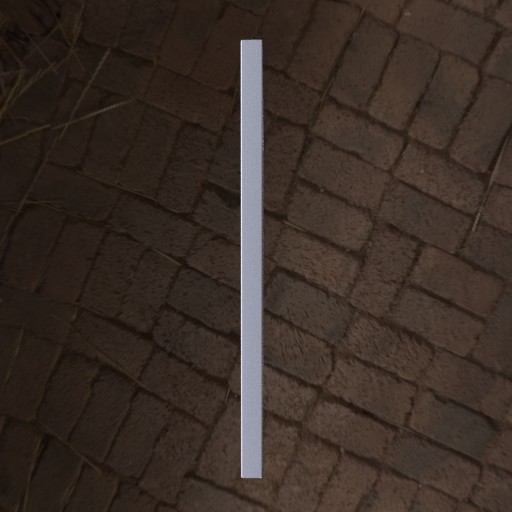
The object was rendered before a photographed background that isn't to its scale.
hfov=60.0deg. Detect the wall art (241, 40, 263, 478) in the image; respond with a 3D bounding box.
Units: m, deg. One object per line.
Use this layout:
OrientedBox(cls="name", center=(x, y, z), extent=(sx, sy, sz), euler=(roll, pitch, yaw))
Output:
OrientedBox(cls="wall art", center=(0.000, 0.000, 1.149), extent=(0.036, 0.760, 0.760), euler=(0, 91, 1))
